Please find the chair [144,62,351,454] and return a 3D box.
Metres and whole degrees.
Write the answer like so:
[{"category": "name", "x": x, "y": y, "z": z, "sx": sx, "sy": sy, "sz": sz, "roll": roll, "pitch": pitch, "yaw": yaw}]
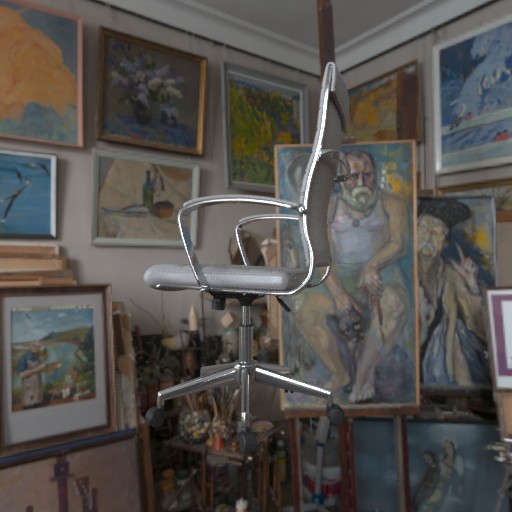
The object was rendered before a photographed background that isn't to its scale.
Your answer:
[{"category": "chair", "x": 0.000, "y": 0.000, "z": 1.601, "sx": 0.667, "sy": 1.149, "sz": 0.679, "roll": 0, "pitch": -1, "yaw": 16}]
